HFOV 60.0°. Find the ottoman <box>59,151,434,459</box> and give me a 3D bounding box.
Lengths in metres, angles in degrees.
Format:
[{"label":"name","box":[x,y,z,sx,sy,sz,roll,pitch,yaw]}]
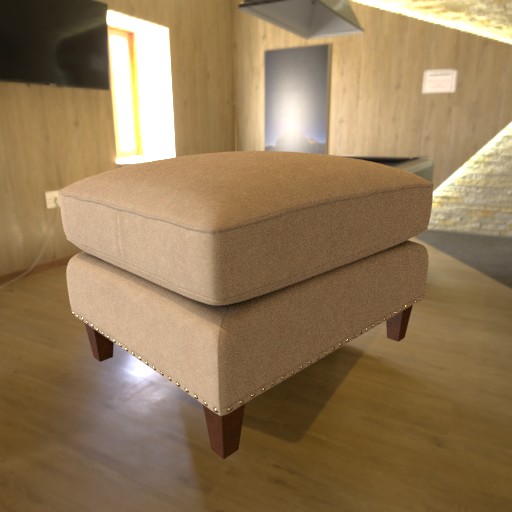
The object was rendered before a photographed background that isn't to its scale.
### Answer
[{"label":"ottoman","box":[0.000,0.000,1.121,0.741,0.513,0.584,-16,23,-42]}]
